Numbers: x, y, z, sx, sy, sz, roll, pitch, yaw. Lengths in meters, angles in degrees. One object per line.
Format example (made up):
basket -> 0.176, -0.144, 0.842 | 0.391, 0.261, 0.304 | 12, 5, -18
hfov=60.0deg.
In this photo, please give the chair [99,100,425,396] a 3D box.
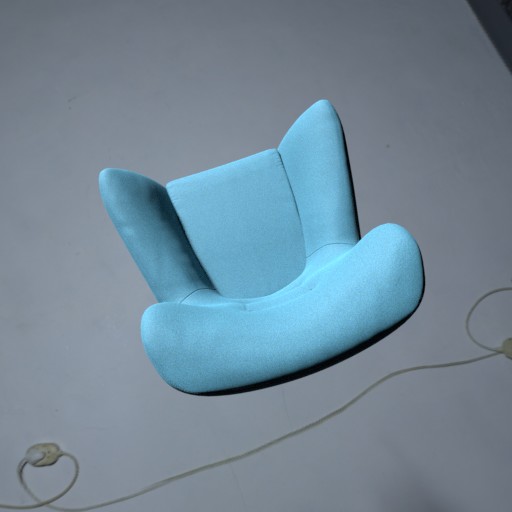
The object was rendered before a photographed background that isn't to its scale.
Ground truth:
chair -> 0.000, 0.000, 1.635 | 0.890, 0.889, 0.889 | -19, 76, -5
